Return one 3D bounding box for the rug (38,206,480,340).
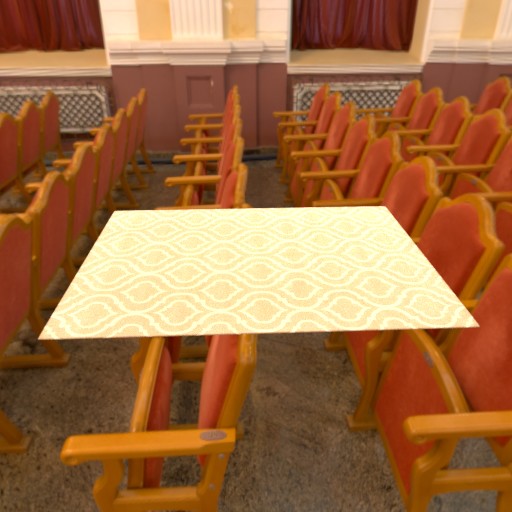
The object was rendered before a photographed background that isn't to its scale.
[{"bbox_3d":[0.000,0.000,4.416,3.353,0.010,2.438,-1,29,-2],"label":"rug"}]
